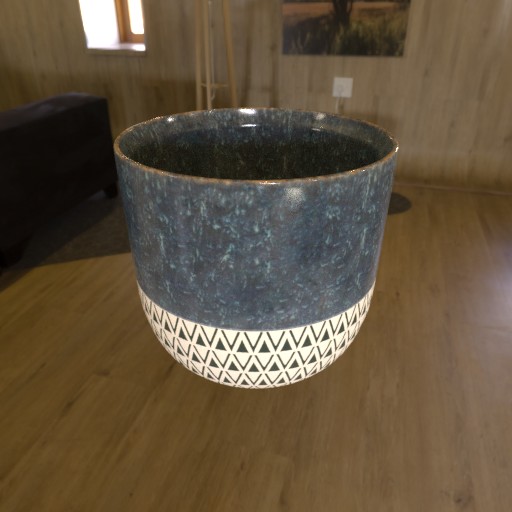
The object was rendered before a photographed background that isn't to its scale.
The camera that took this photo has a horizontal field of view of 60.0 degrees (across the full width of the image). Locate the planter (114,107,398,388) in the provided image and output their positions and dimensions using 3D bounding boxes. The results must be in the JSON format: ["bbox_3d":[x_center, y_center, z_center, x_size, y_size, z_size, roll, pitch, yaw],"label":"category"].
[{"bbox_3d":[0.000,0.000,0.494,0.266,0.270,0.266,0,29,0],"label":"planter"}]
